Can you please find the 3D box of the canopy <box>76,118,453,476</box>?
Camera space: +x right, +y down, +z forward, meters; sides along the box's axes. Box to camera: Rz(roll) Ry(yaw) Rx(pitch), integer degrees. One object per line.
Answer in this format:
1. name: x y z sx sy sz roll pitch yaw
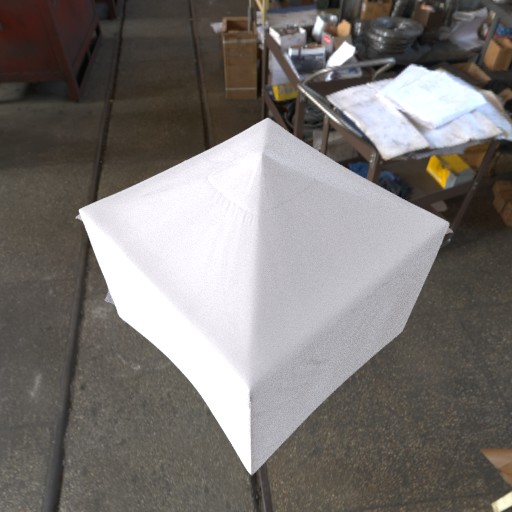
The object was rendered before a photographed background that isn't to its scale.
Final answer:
1. canopy: 0.000 0.000 5.402 3.043 2.997 3.121 -34 56 -27
